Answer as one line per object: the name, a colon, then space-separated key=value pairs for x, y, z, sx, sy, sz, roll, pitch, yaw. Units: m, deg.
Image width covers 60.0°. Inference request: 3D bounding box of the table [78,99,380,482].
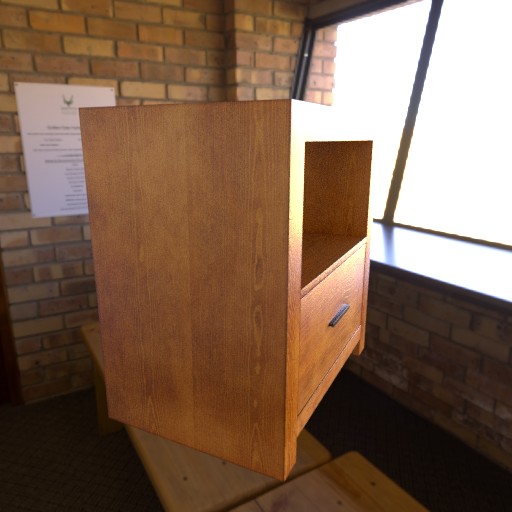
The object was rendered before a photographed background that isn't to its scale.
table: x=0.000 y=0.000 z=0.982 sx=0.400 sy=0.605 sz=0.550 roll=7 pitch=17 yaw=26
